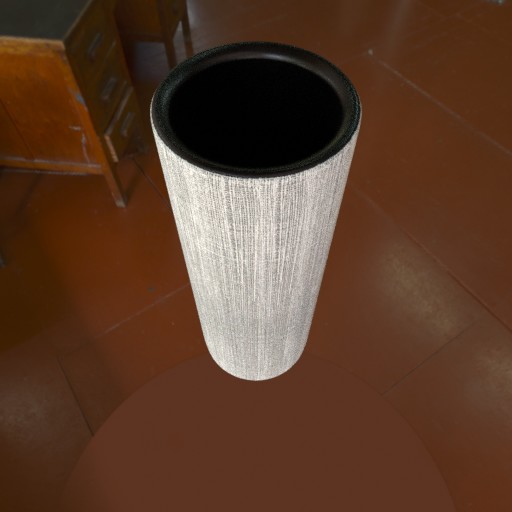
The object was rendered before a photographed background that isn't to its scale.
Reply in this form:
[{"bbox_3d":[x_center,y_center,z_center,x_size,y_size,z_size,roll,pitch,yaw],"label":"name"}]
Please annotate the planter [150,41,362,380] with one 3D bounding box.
[{"bbox_3d":[0.000,0.000,0.322,0.100,0.270,0.100,0,57,0],"label":"planter"}]
